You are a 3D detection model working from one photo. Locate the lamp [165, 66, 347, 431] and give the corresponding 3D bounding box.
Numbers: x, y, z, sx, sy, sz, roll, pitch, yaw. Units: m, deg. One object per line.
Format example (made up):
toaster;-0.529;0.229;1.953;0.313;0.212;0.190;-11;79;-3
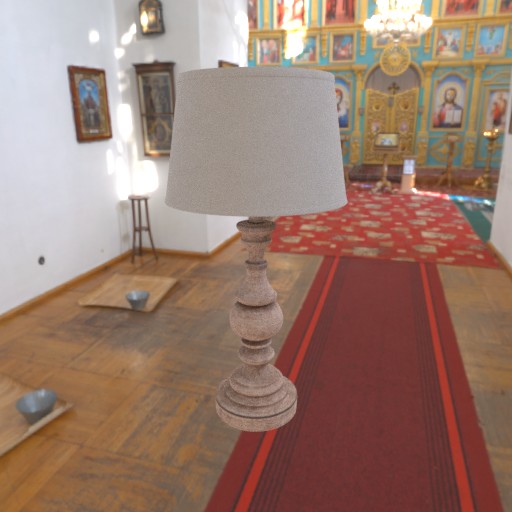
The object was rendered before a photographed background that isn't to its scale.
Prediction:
lamp;0.000;0.000;0.871;0.340;0.678;0.340;0;16;0
